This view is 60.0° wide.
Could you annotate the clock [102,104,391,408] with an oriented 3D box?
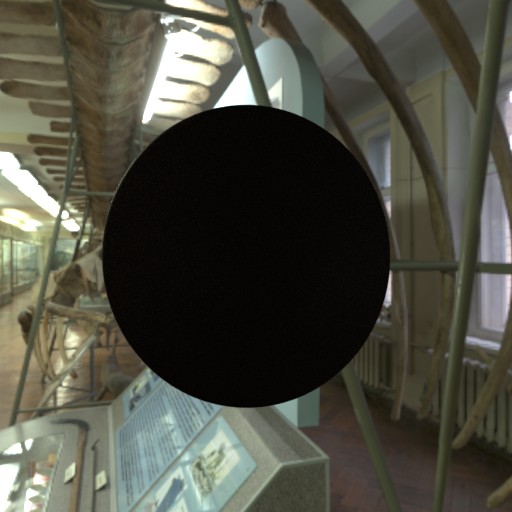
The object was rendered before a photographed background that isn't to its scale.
[{"bbox_3d":[0.000,0.000,0.478,0.314,0.314,0.040,0,-1,-18],"label":"clock"}]
